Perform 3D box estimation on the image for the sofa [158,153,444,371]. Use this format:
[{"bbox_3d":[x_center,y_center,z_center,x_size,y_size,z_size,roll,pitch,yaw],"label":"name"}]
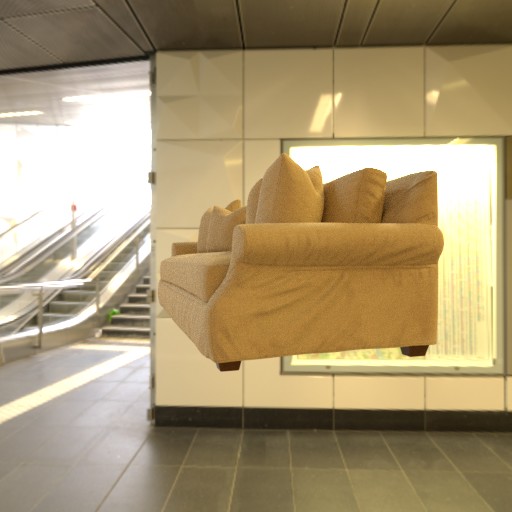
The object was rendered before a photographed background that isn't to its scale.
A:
[{"bbox_3d":[0.000,0.000,2.837,1.067,0.904,2.285,0,0,-17],"label":"sofa"}]
